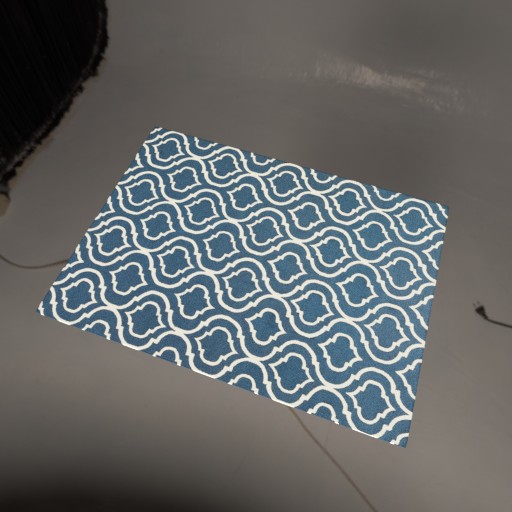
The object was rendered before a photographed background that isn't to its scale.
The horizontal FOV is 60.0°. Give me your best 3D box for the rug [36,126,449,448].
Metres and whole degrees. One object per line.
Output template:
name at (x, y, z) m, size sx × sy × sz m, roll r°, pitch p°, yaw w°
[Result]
rug at (0.000, 0.000, 4.277) m, size 3.353 × 0.010 × 2.438 m, roll 17°, pitch 62°, yaw 10°
